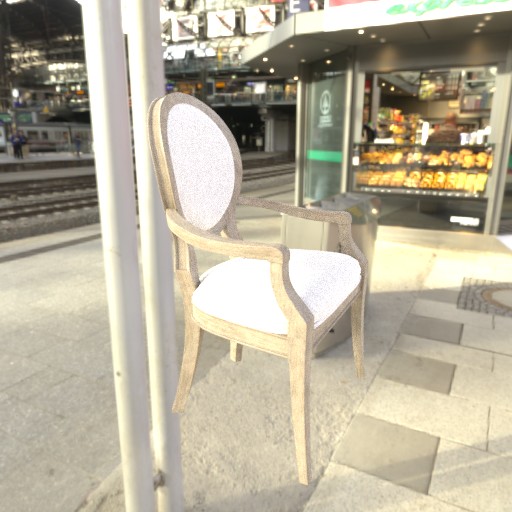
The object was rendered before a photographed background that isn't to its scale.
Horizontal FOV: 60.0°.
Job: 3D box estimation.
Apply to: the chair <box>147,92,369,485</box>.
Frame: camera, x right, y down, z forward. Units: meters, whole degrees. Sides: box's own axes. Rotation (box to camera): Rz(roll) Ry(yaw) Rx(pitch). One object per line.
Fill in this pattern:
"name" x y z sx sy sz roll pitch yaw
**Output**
"chair" 0.000 0.000 1.391 0.602 0.991 0.611 7 16 26
